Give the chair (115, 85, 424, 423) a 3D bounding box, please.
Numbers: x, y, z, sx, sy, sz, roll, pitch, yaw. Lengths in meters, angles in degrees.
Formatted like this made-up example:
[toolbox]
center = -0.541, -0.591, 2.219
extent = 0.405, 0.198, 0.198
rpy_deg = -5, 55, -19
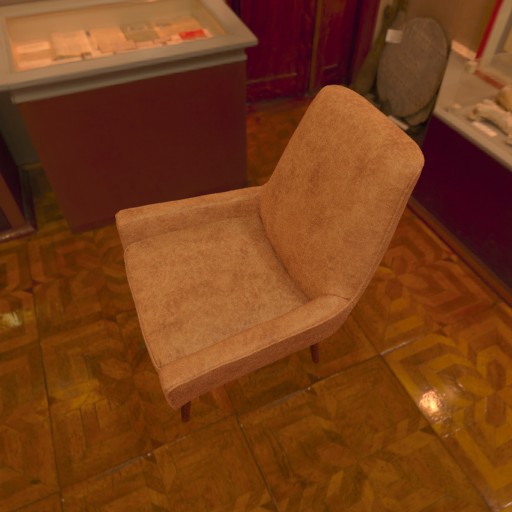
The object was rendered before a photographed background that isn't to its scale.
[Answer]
[chair]
center = 0.000, 0.000, 1.502
extent = 0.851, 0.883, 0.753
rpy_deg = -17, 49, -15
